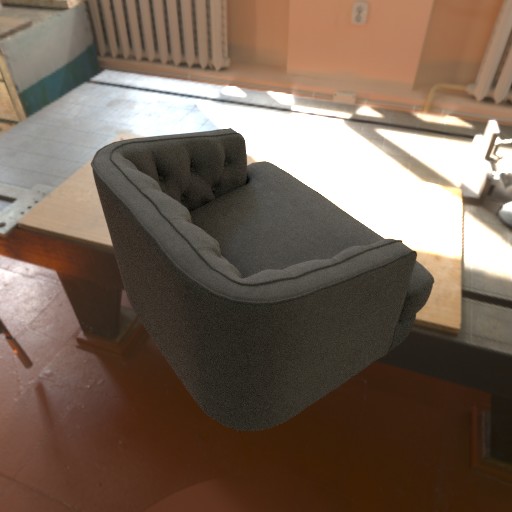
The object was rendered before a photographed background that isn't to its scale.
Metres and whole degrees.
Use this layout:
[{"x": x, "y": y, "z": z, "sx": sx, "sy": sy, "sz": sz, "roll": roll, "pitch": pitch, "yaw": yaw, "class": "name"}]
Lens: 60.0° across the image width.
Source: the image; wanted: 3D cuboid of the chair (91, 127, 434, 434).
[{"x": 0.000, "y": 0.000, "z": 1.800, "sx": 0.941, "sy": 0.852, "sz": 1.104, "roll": -26, "pitch": 48, "yaw": -26, "class": "chair"}]
